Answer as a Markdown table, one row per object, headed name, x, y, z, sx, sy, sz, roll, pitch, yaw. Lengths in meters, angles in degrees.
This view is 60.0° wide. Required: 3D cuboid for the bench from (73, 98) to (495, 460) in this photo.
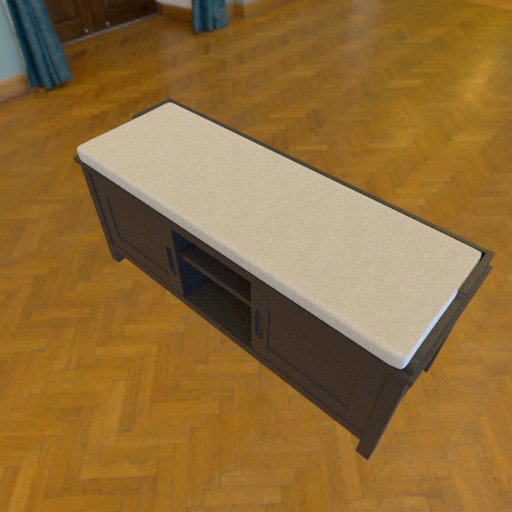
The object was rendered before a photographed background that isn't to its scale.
| name | x | y | z | sx | sy | sz | roll | pitch | yaw |
| --- | --- | --- | --- | --- | --- | --- | --- | --- | --- |
| bench | 0.000 | 0.000 | 1.348 | 1.140 | 0.501 | 0.398 | 32 | 54 | 27 |
